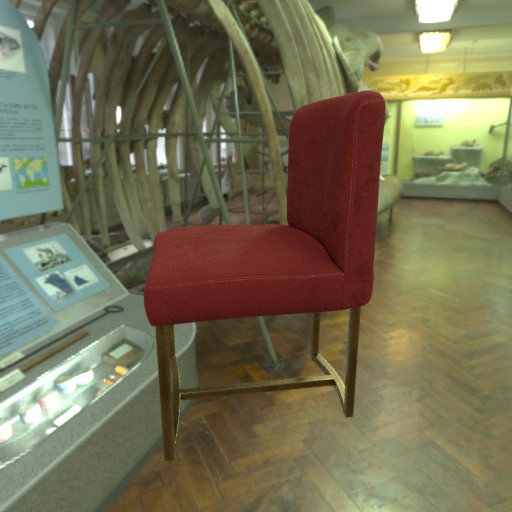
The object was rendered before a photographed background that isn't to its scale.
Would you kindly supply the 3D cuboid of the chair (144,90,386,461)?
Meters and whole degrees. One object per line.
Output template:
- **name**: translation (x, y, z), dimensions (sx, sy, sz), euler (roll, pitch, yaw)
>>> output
- **chair**: translation (0.000, 0.000, 1.190), dimensions (0.560, 0.824, 0.530), euler (-3, 16, -10)
